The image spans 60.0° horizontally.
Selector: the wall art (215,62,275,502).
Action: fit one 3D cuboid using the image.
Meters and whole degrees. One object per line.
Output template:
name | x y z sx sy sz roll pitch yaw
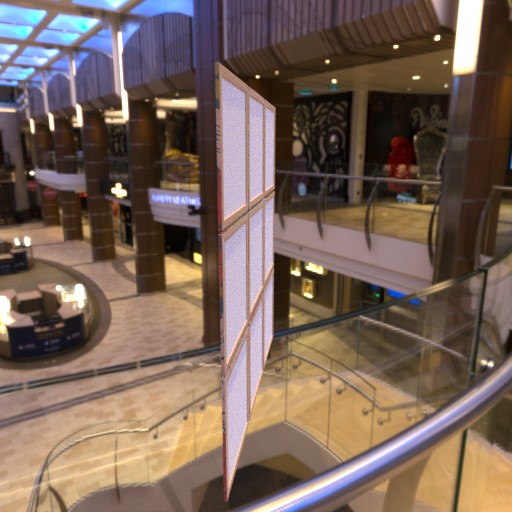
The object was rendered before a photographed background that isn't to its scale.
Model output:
wall art | 0.000 0.000 2.213 0.013 1.534 1.519 2 14 8
